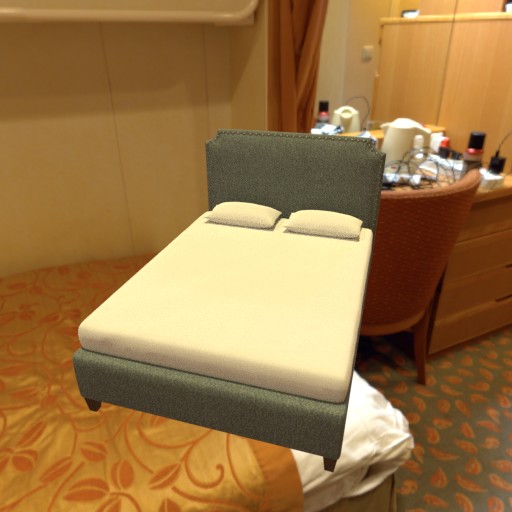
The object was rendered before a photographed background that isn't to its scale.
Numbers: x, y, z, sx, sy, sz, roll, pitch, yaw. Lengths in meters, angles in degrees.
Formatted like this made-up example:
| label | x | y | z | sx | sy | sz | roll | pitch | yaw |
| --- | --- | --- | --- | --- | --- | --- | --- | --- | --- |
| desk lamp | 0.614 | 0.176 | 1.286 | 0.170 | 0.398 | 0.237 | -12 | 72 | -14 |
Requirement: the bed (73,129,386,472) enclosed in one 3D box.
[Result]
| label | x | y | z | sx | sy | sz | roll | pitch | yaw |
| --- | --- | --- | --- | --- | --- | --- | --- | --- | --- |
| bed | 0.000 | 0.000 | 3.414 | 1.712 | 1.443 | 2.372 | 8 | 28 | 15 |
